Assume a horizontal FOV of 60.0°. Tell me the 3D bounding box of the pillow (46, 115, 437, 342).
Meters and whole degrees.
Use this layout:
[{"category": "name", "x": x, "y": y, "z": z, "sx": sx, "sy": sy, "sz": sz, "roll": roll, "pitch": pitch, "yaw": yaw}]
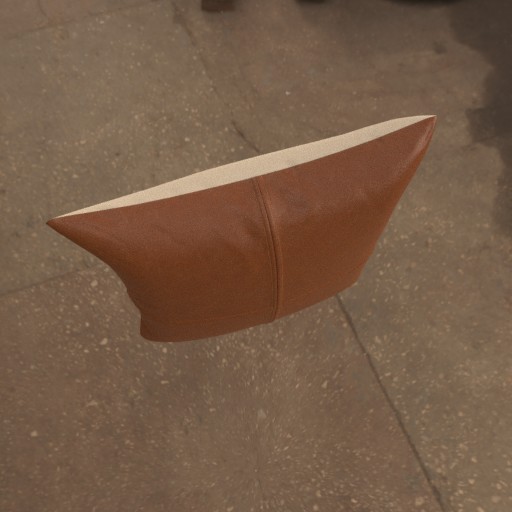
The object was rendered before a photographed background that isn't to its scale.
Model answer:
[{"category": "pillow", "x": 0.000, "y": 0.000, "z": 0.747, "sx": 0.501, "sy": 0.477, "sz": 0.192, "roll": -17, "pitch": 65, "yaw": -8}]
